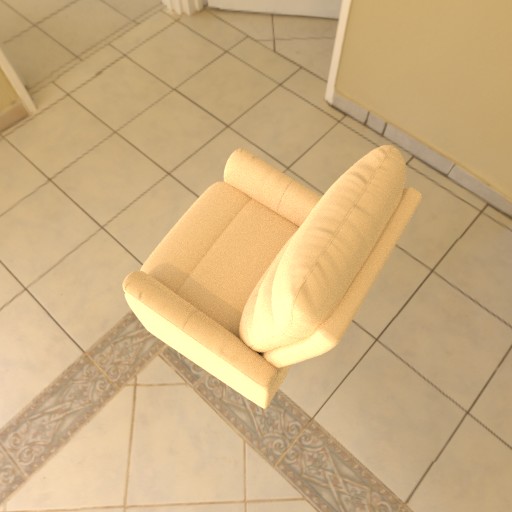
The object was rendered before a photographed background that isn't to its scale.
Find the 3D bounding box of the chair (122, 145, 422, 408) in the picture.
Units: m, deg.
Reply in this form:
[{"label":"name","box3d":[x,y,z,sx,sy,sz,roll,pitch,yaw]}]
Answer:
[{"label":"chair","box3d":[0.000,0.000,1.656,0.831,1.082,0.775,30,67,14]}]
